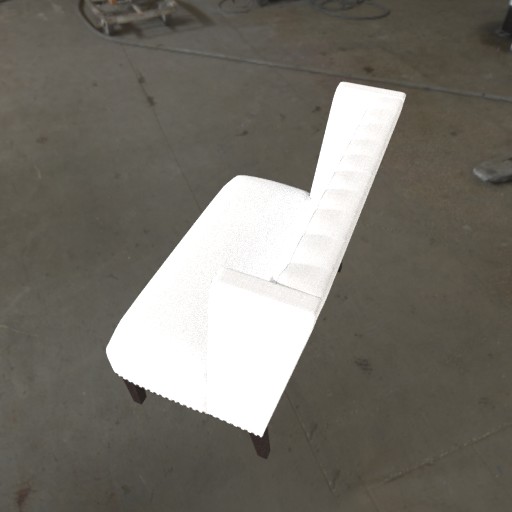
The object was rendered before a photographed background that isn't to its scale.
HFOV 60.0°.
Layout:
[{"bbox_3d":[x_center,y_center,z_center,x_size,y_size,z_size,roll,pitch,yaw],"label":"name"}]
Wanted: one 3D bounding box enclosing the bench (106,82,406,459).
[{"bbox_3d":[0.000,0.000,1.976,0.847,1.123,1.280,17,49,16],"label":"bench"}]
